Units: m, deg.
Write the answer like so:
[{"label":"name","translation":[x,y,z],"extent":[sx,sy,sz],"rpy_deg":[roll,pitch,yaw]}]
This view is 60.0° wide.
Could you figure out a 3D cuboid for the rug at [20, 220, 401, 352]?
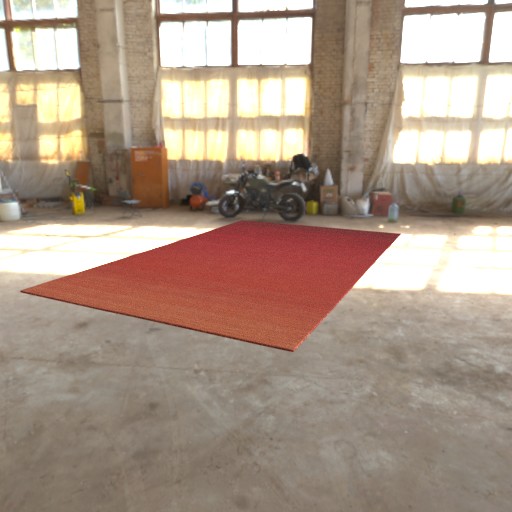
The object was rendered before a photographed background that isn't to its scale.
[{"label":"rug","translation":[0.000,0.000,3.026],"extent":[1.531,0.010,2.442],"rpy_deg":[7,16,26]}]
